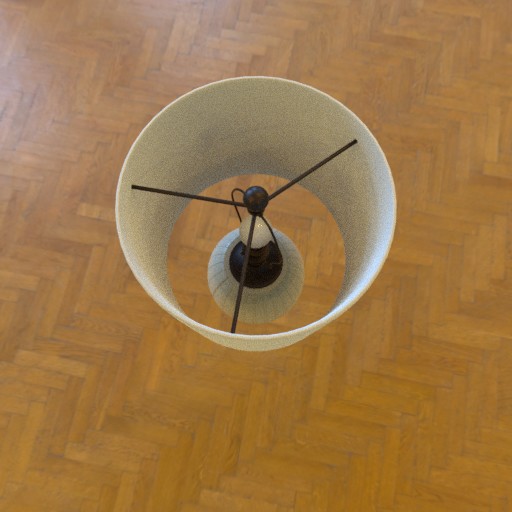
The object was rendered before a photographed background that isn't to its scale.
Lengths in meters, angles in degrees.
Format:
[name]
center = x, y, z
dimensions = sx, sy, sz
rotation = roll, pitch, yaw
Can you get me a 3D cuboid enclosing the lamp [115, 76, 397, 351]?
[lamp]
center = 0.000, 0.000, 0.779
dimensions = 0.329, 0.570, 0.329
rotation = -34, 78, -8
